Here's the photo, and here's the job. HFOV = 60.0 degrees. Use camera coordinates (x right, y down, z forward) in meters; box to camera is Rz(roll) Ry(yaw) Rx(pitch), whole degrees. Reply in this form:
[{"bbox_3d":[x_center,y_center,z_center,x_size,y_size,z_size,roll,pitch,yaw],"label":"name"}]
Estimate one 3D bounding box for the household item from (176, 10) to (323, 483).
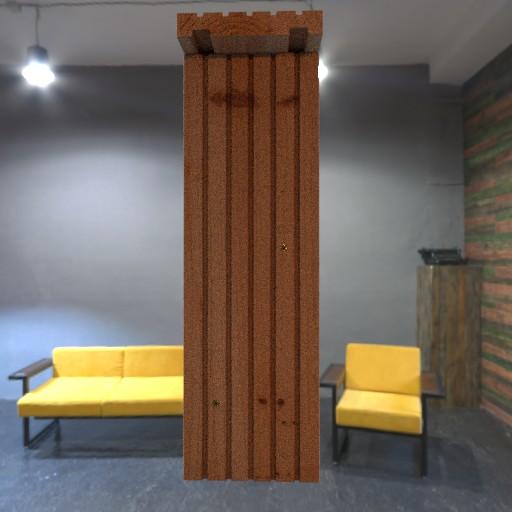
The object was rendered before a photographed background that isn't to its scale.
[{"bbox_3d":[0.000,0.000,0.519,0.123,0.407,0.301,0,0,2],"label":"household item"}]
